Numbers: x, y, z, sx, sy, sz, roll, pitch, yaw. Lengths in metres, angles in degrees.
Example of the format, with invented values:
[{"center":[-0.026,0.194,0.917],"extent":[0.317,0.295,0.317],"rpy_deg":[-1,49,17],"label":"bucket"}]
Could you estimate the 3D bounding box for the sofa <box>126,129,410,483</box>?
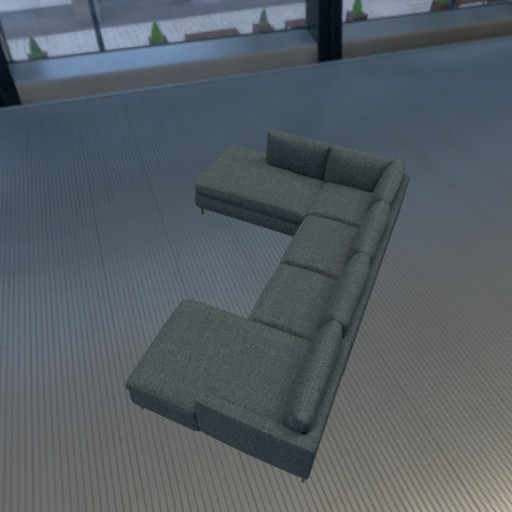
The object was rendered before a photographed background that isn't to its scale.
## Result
[{"center":[0.000,0.000,3.555],"extent":[1.879,0.753,2.737],"rpy_deg":[18,49,16],"label":"sofa"}]
